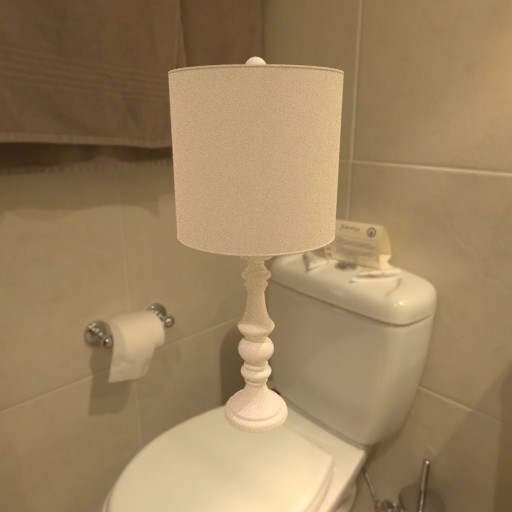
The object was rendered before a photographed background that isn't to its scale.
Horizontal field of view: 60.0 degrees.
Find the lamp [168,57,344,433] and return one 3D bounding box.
[{"bbox_3d":[0.000,0.000,0.724,0.250,0.597,0.250,3,18,9],"label":"lamp"}]
